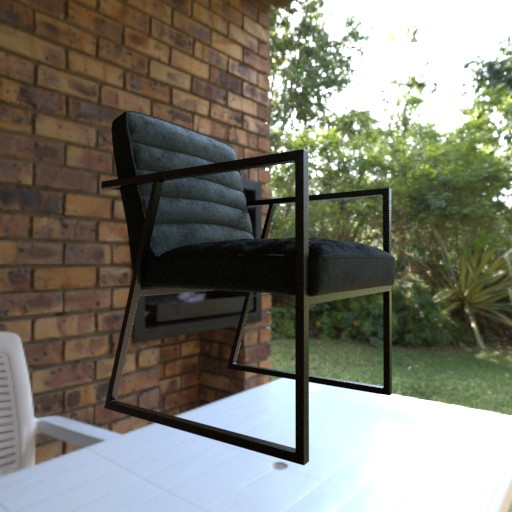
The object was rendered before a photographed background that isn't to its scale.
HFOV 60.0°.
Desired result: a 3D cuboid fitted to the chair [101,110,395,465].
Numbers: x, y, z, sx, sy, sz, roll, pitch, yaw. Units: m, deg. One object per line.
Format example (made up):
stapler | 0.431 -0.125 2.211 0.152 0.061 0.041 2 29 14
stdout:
chair | 0.000 0.000 1.279 0.677 0.833 0.571 -1 -1 34
